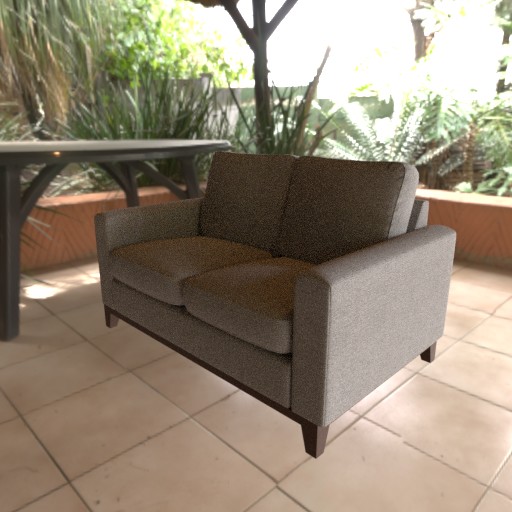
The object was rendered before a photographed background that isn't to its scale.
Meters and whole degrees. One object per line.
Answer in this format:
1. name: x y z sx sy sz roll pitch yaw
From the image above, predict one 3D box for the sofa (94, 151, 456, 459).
1. sofa: 0.000 0.000 2.022 1.420 0.873 0.917 16 23 42
